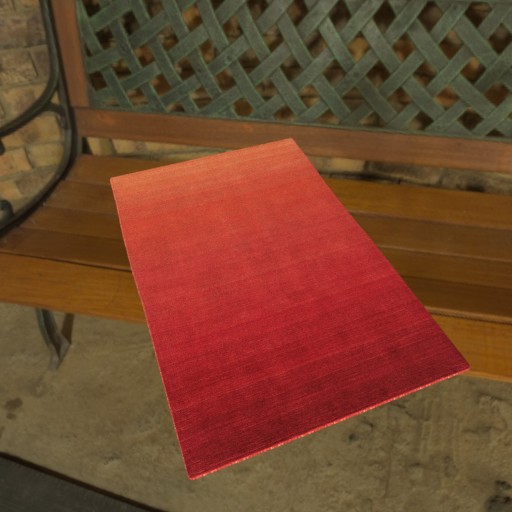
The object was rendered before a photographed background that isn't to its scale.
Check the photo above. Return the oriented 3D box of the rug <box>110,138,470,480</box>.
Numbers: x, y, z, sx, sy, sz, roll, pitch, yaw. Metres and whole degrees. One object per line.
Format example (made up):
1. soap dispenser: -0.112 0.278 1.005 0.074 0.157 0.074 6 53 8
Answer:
1. rug: 0.000 0.000 2.281 1.230 0.018 1.835 -16 50 -14
